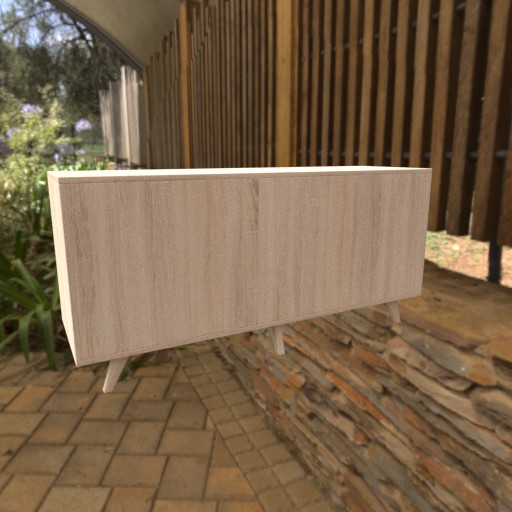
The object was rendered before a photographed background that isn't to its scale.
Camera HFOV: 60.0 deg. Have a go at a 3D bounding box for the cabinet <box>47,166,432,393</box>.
[{"bbox_3d":[0.000,0.000,2.045,1.650,0.780,0.500,-7,15,-27],"label":"cabinet"}]
